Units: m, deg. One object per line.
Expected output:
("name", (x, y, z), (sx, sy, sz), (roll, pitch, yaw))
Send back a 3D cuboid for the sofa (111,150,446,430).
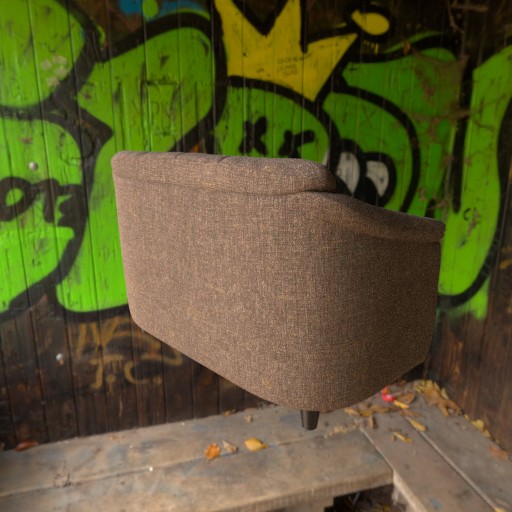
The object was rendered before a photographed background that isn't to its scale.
("sofa", (0.000, 0.000, 1.925), (0.799, 0.895, 1.404), (-14, 21, -42))
